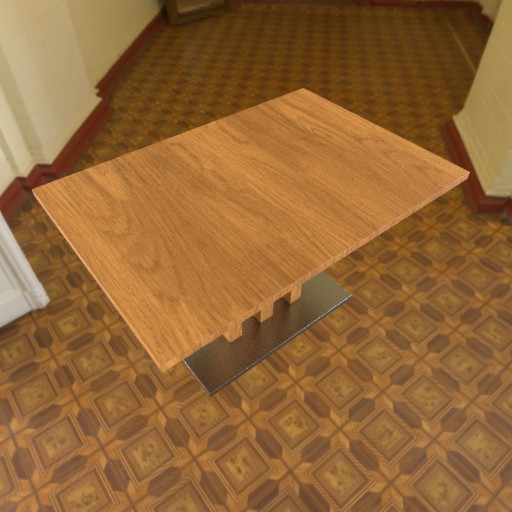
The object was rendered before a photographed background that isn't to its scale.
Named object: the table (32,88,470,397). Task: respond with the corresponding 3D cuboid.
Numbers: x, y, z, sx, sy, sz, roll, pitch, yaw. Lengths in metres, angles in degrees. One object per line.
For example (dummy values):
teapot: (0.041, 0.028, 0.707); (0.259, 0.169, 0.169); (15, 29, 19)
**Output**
table: (0.000, 0.000, 1.868); (1.300, 0.770, 0.900); (-29, 52, -26)
